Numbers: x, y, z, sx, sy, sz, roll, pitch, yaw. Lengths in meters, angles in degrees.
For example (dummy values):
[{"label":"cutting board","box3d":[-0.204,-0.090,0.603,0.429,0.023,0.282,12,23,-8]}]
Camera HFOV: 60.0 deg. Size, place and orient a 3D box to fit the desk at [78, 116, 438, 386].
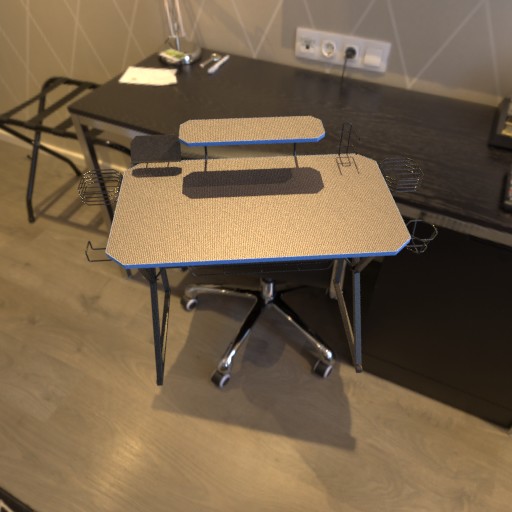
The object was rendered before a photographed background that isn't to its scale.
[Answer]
[{"label":"desk","box3d":[0.000,0.000,1.787,1.295,0.909,0.594,-3,46,-3]}]
